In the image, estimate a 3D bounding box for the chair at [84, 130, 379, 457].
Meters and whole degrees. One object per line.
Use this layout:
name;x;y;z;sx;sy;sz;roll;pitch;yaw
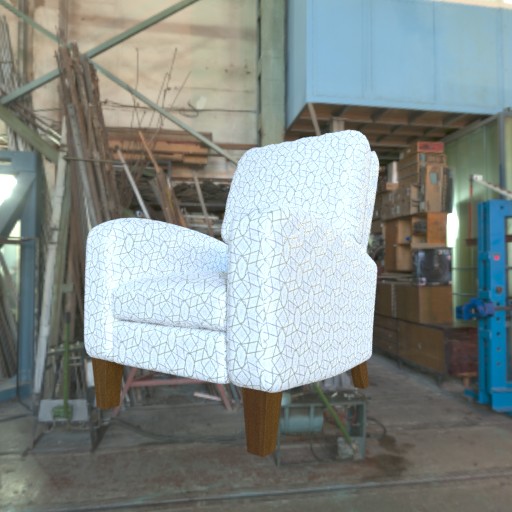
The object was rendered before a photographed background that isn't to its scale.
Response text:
chair;0.000;0.000;1.726;0.796;1.064;0.995;-1;-2;36
